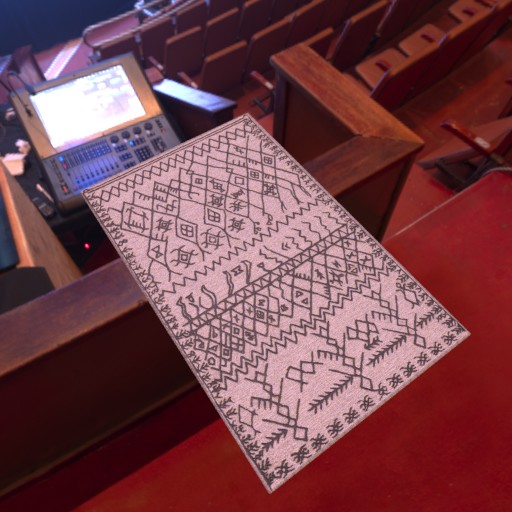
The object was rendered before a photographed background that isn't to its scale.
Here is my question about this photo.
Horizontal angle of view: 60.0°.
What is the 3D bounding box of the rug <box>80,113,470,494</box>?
[{"bbox_3d":[0.000,0.000,3.030,1.526,0.012,2.444,-31,63,-18],"label":"rug"}]
